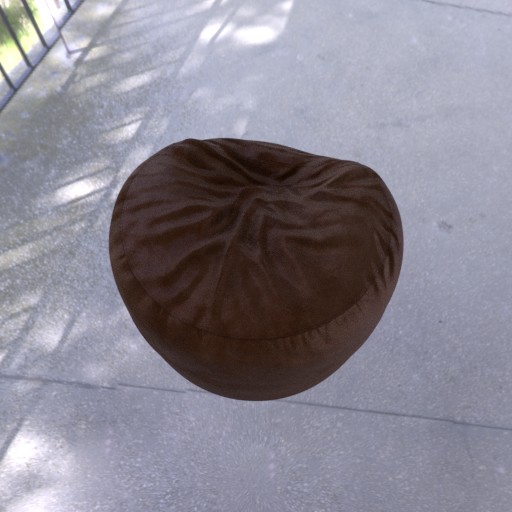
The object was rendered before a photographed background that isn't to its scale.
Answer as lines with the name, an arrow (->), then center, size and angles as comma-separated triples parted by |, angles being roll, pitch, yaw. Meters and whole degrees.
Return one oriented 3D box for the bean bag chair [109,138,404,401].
bean bag chair -> 0.000, 0.000, 1.528 | 0.918, 0.616, 0.918 | 0, 63, 0
